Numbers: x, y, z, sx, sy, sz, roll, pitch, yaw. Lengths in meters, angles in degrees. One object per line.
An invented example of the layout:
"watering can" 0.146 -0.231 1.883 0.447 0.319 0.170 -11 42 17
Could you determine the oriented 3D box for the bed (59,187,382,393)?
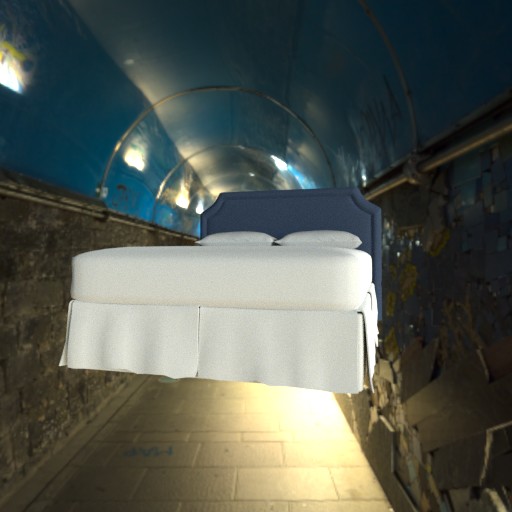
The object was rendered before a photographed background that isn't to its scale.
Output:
"bed" 0.000 0.000 3.367 1.831 1.297 2.260 0 0 16
